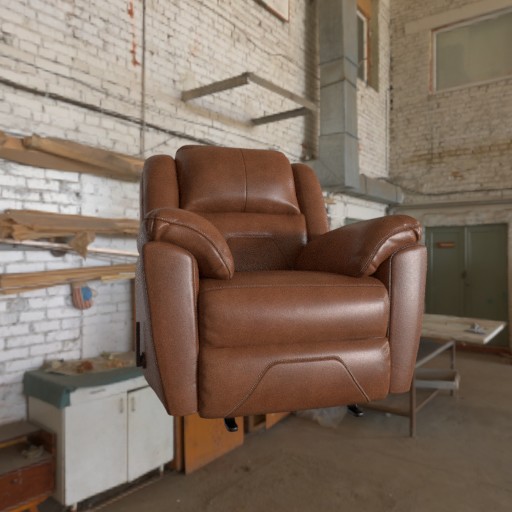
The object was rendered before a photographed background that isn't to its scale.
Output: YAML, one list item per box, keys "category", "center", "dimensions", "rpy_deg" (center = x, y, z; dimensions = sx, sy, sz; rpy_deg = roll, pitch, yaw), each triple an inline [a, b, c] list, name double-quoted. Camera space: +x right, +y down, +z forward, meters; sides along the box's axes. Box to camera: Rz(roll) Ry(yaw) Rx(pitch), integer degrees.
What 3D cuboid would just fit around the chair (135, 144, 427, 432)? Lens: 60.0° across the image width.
- category: "chair"
  center: [0.000, 0.000, 1.863]
  dimensions: [0.990, 1.093, 1.041]
  rpy_deg: [0, 0, -17]
